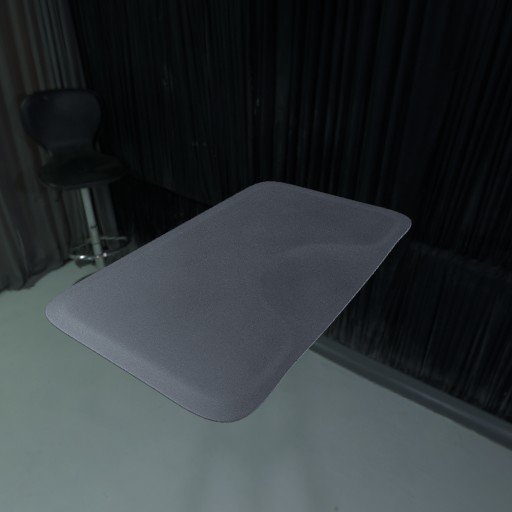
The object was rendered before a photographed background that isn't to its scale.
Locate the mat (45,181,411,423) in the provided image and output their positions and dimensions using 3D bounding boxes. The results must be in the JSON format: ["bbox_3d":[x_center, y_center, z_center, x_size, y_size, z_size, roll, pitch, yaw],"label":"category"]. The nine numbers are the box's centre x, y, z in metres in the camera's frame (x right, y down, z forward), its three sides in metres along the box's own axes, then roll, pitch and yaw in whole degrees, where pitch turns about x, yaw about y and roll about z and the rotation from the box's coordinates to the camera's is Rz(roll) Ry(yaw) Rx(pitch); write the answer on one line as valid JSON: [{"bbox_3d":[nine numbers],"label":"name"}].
[{"bbox_3d":[0.000,0.000,1.886,0.918,0.013,1.524,20,37,29],"label":"mat"}]
